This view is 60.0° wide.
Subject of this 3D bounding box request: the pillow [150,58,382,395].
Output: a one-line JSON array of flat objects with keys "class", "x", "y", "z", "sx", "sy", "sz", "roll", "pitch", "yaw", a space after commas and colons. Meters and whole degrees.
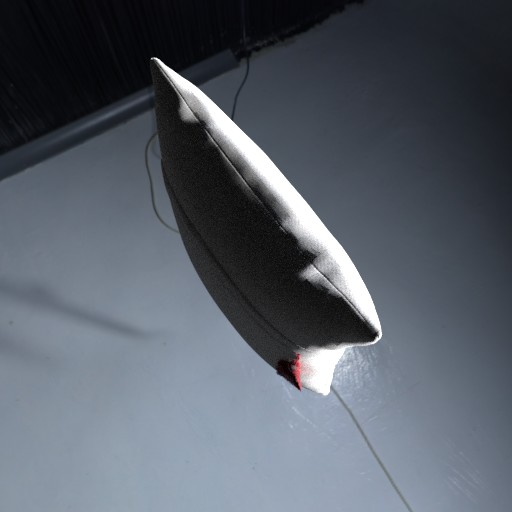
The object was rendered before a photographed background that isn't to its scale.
[{"class": "pillow", "x": 0.000, "y": 0.000, "z": 0.678, "sx": 0.173, "sy": 0.436, "sz": 0.433, "roll": -32, "pitch": 69, "yaw": -14}]
